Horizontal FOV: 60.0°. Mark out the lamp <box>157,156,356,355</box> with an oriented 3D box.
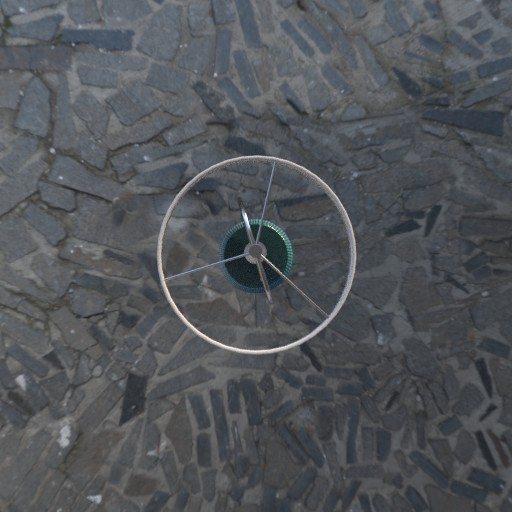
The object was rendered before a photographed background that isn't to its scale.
[{"bbox_3d":[0.000,0.000,0.821,0.355,0.582,0.355,0,90,0],"label":"lamp"}]
